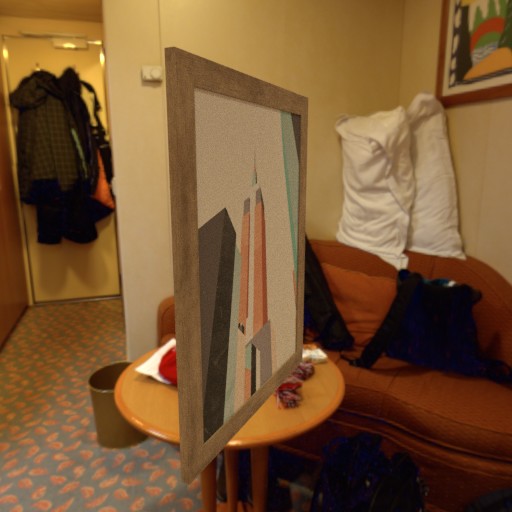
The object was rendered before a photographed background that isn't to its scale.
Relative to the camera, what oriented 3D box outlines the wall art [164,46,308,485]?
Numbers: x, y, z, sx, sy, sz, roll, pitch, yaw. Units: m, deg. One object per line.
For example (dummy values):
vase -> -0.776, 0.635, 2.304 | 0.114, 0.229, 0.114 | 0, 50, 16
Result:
wall art -> 0.000, 0.000, 0.913 | 0.018, 0.686, 0.534 | 6, 13, 26
